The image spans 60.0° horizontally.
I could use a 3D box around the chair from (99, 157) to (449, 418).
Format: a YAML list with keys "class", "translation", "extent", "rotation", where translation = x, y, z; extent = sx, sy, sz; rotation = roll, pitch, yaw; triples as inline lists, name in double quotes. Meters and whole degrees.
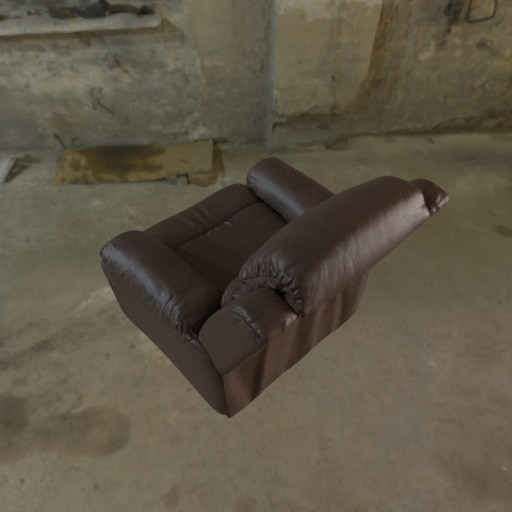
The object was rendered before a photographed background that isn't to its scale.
- class: "chair"
  translation: [0.000, 0.000, 1.256]
  extent: [0.680, 0.702, 0.707]
  rotation: [-33, 55, -27]
